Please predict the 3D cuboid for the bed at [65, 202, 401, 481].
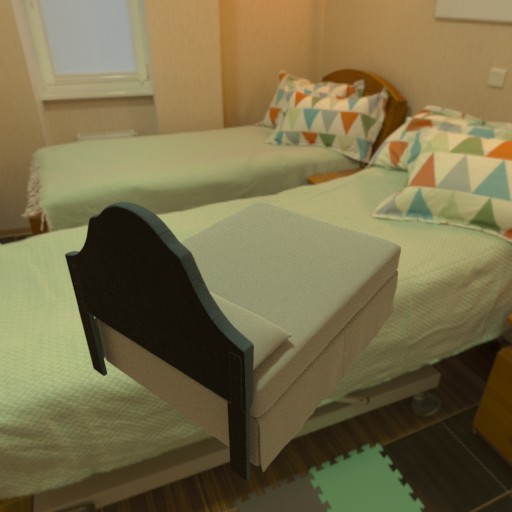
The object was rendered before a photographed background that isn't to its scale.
[{"bbox_3d":[0.000,0.000,3.372,1.636,1.575,2.155,21,37,32],"label":"bed"}]
